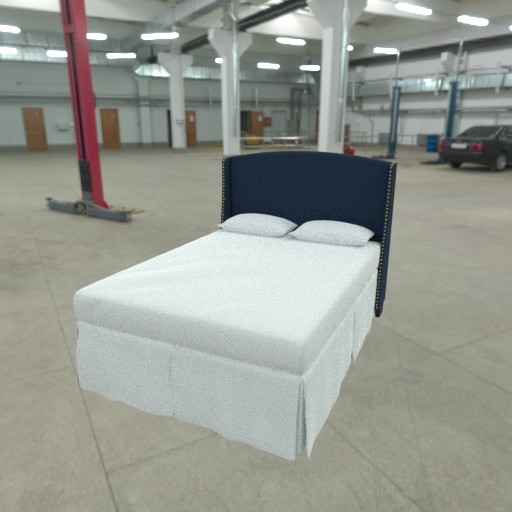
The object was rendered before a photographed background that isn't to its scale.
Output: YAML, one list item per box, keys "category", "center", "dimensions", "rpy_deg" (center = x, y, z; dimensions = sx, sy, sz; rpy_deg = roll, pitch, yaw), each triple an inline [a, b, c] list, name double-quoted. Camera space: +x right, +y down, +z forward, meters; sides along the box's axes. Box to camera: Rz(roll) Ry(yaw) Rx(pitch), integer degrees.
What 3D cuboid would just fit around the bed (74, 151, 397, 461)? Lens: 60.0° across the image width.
- category: "bed"
  center: [0.000, 0.000, 3.285]
  dimensions: [1.604, 1.402, 2.223]
  rpy_deg: [8, 19, 24]
